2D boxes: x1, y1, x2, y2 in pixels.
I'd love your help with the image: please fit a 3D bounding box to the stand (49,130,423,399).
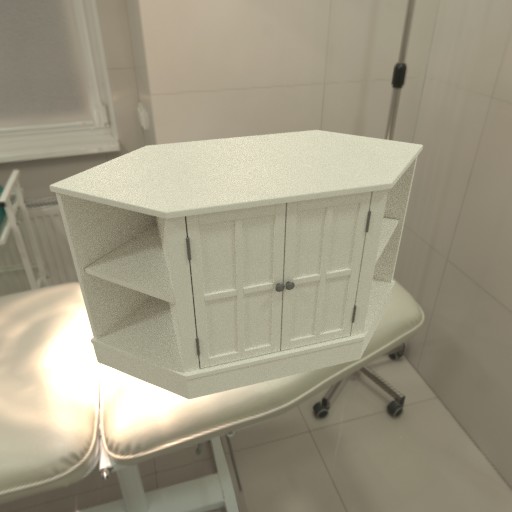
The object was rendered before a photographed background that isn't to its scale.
[{"bbox_3d":[0.000,0.000,1.394,1.072,0.614,0.477,-9,33,-14],"label":"stand"}]
